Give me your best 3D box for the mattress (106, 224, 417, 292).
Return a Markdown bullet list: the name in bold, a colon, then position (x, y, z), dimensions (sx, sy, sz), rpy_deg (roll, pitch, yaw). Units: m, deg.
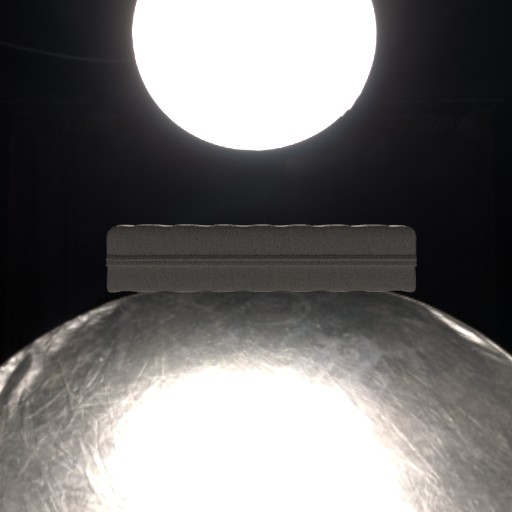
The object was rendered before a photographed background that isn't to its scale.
- **mattress**: position (0.000, 0.000, 2.271), dimensions (0.900, 0.200, 2.000), rpy_deg (0, 0, -1)
